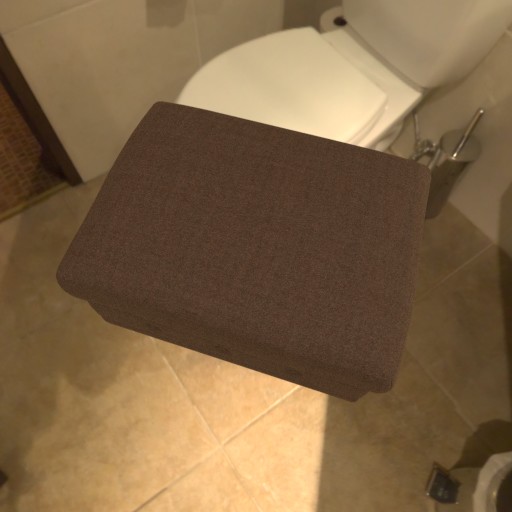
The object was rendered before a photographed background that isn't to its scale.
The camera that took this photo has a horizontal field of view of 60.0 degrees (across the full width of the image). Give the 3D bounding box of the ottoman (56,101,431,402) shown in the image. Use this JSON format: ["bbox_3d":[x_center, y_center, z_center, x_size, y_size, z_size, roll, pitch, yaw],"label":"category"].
[{"bbox_3d":[0.000,0.000,1.247,0.809,0.555,0.599,16,64,8],"label":"ottoman"}]
